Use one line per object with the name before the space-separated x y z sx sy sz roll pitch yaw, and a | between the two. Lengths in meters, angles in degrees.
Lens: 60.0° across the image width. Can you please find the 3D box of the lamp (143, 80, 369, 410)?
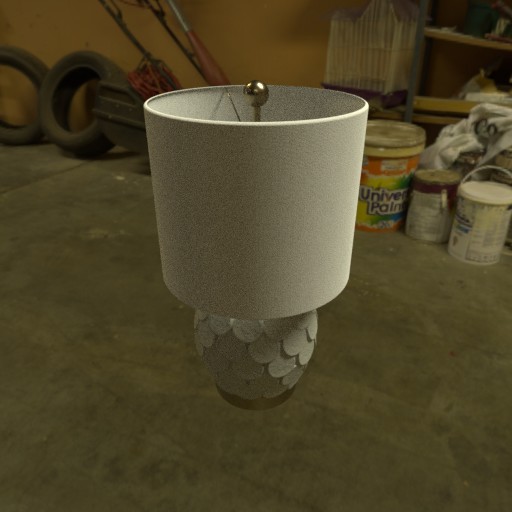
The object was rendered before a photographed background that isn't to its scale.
lamp | 0.000 0.000 0.608 0.254 0.452 0.254 0 28 0
